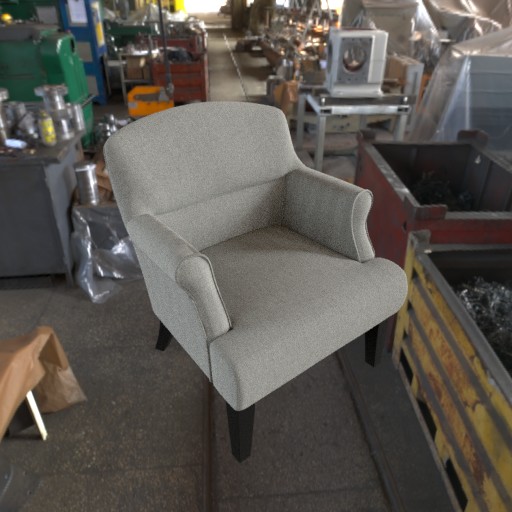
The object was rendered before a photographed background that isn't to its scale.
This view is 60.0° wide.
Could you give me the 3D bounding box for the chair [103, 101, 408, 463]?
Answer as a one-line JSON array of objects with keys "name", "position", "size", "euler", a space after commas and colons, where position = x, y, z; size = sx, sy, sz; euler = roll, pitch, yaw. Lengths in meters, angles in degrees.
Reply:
[{"name": "chair", "position": [0.000, 0.000, 1.499], "size": [0.772, 0.880, 0.755], "euler": [-22, 38, -32]}]
